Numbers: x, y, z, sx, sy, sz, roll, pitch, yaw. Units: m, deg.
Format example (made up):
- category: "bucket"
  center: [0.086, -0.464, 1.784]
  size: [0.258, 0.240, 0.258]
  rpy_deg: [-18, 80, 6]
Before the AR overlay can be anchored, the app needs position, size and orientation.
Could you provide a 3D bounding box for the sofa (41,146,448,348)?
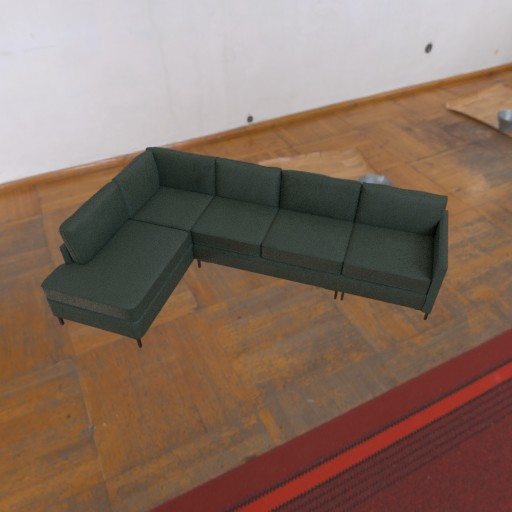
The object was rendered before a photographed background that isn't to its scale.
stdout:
- category: "sofa"
  center: [0.000, 0.000, 4.257]
  size: [3.384, 0.996, 2.048]
  rpy_deg: [12, 43, 14]
